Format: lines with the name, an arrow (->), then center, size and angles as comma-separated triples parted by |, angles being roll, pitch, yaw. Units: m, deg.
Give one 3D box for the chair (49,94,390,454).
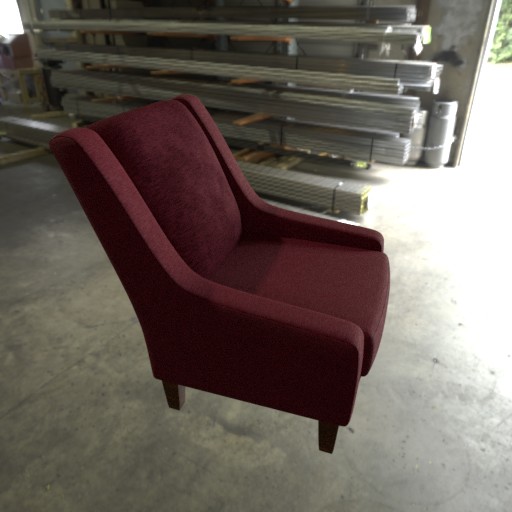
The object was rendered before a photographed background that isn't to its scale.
chair -> 0.000, 0.000, 1.655 | 0.985, 1.017, 0.793 | 9, 30, 17
